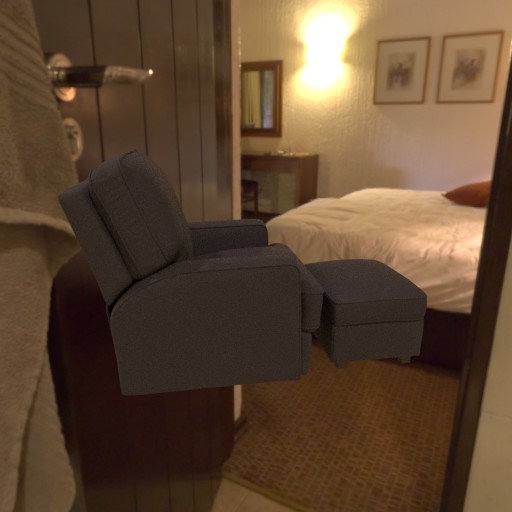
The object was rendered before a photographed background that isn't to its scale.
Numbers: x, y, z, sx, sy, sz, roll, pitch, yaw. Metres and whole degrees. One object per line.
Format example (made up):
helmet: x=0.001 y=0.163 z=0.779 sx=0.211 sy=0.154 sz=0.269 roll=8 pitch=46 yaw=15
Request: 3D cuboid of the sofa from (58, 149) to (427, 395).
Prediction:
sofa: x=0.000 y=0.000 z=2.053 sx=1.472 sy=0.959 sz=0.861 roll=-3 pitch=17 yaw=-8
